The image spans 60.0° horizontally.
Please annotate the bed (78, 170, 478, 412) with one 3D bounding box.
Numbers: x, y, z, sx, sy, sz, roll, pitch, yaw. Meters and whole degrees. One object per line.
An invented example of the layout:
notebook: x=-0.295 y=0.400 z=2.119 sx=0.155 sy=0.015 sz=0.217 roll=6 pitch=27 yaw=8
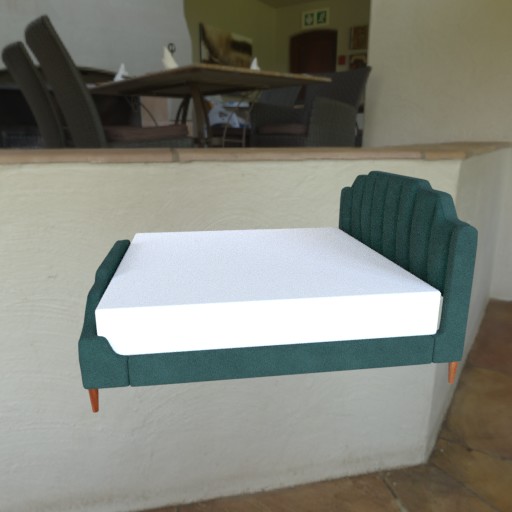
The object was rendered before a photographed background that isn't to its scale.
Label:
bed: x=0.000 y=0.000 z=3.505 sx=2.340 sy=1.245 sz=2.074 roll=-2 pitch=15 yaw=-8
